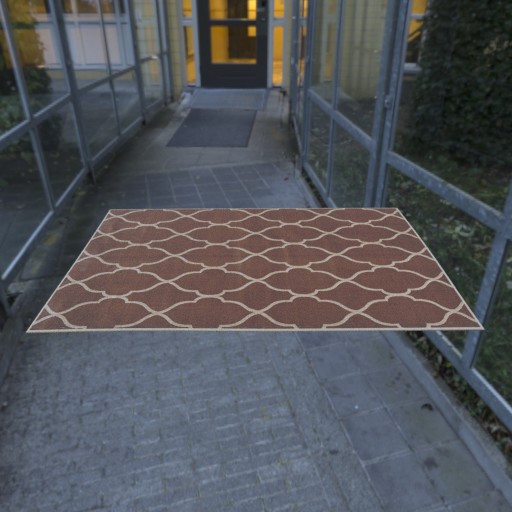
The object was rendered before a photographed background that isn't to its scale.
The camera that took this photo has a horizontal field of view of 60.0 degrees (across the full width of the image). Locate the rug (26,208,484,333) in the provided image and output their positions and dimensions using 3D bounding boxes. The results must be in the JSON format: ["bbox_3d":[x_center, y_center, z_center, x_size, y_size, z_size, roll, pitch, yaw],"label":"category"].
[{"bbox_3d":[0.000,0.000,2.864,2.294,0.014,1.528,0,29,-1],"label":"rug"}]
